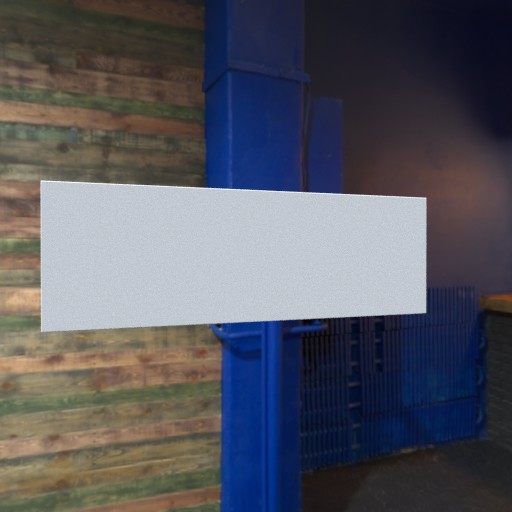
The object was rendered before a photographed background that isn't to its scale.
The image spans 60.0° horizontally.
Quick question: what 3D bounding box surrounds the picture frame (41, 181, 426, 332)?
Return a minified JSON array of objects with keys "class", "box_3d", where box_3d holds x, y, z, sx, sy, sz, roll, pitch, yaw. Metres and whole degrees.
[{"class":"picture frame","box_3d":[0.000,0.000,0.869,0.759,0.250,0.050,0,0,-18]}]
